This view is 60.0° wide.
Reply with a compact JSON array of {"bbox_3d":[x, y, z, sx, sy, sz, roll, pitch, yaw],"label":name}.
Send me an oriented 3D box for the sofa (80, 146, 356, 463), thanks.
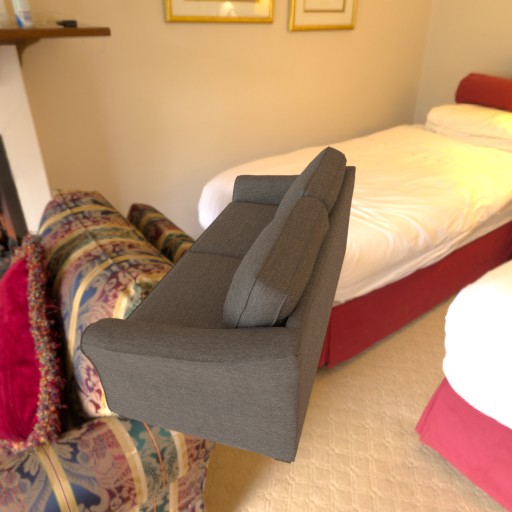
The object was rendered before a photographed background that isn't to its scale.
[{"bbox_3d":[0.000,0.000,2.747,0.971,0.950,2.270,8,30,14],"label":"sofa"}]
